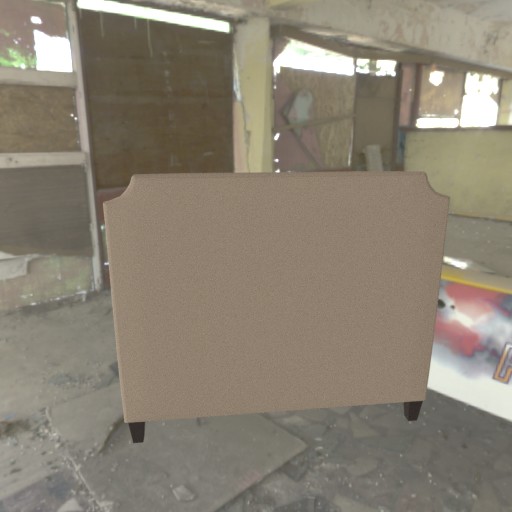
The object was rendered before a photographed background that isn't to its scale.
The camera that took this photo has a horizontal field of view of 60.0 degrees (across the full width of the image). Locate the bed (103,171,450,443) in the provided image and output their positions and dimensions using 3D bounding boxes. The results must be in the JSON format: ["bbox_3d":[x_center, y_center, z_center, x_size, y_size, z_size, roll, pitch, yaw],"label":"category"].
[{"bbox_3d":[0.000,0.000,3.396,1.713,1.443,2.372,-2,15,-7],"label":"bed"}]
